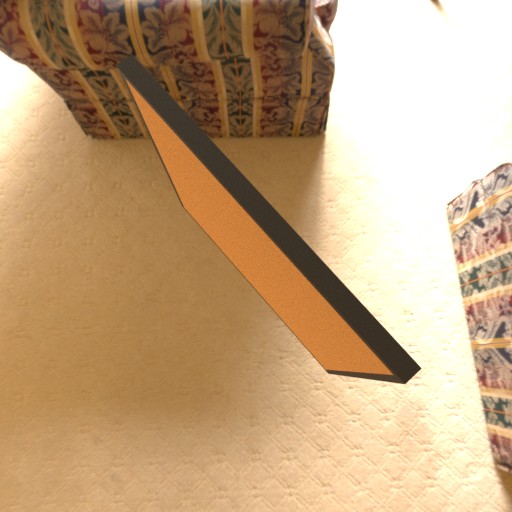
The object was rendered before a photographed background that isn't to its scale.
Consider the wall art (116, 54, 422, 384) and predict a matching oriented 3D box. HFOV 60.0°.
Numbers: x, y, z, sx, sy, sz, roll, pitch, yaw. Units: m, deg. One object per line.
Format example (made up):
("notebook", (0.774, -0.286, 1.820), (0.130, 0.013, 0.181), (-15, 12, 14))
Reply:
("wall art", (0.000, 0.000, 1.139), (0.038, 0.763, 0.763), (-40, 80, -9))
